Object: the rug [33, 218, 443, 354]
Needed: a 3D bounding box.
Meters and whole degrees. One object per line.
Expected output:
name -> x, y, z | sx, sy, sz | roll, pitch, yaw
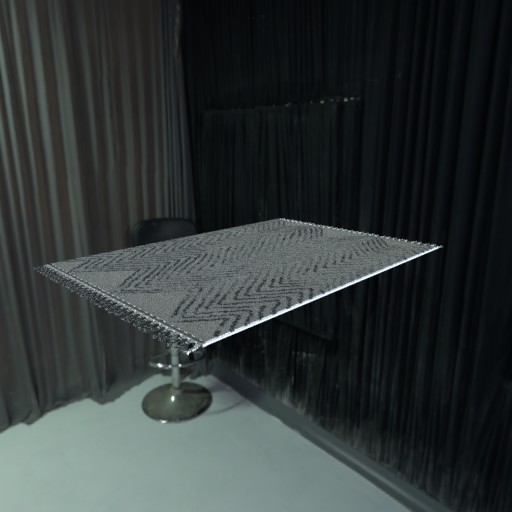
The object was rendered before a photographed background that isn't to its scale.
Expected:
rug -> 0.000, 0.000, 2.343 | 1.230, 0.014, 1.847 | 15, 21, 43
